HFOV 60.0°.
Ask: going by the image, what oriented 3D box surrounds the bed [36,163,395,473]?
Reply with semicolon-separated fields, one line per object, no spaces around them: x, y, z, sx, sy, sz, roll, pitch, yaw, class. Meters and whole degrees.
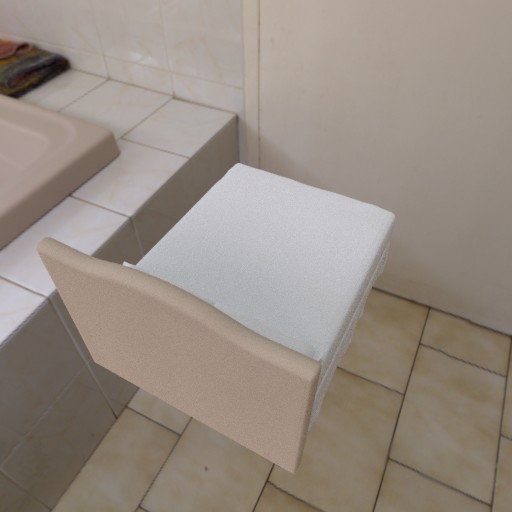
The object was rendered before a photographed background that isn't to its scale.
0.000;0.000;3.203;1.678;1.398;2.052;22;51;19;bed
